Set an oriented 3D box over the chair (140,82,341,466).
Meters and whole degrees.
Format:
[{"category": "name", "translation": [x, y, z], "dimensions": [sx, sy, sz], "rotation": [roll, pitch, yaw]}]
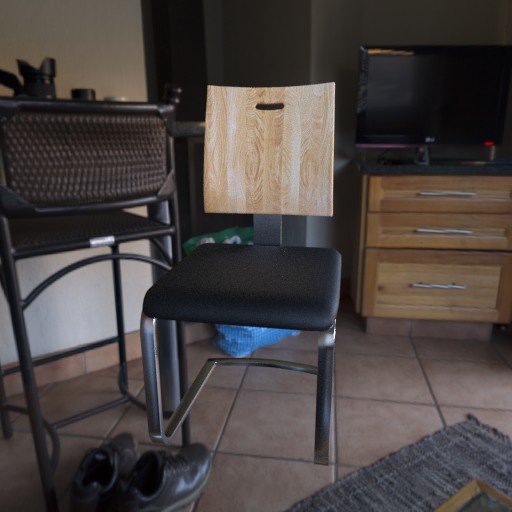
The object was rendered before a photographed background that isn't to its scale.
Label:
[{"category": "chair", "translation": [0.000, 0.000, 1.216], "dimensions": [0.462, 0.936, 0.560], "rotation": [3, 15, 11]}]
